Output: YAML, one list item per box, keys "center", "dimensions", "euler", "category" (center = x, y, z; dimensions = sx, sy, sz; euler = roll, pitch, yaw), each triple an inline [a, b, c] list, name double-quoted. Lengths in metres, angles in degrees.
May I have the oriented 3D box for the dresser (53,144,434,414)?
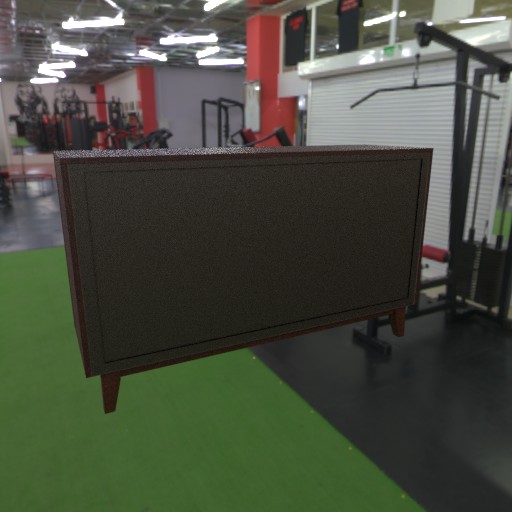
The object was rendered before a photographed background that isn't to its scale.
- center: [0.000, 0.000, 2.075]
  dimensions: [1.609, 0.971, 0.499]
  euler: [-8, 18, -25]
  category: "dresser"
